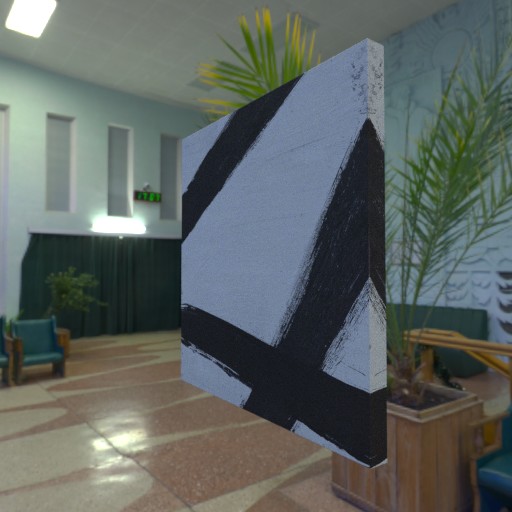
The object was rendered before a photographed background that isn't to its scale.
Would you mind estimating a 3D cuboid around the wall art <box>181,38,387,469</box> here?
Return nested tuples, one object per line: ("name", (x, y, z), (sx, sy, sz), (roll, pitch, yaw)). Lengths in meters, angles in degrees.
("wall art", (0.000, 0.000, 1.112), (0.046, 0.765, 0.765), (1, -2, -35))
